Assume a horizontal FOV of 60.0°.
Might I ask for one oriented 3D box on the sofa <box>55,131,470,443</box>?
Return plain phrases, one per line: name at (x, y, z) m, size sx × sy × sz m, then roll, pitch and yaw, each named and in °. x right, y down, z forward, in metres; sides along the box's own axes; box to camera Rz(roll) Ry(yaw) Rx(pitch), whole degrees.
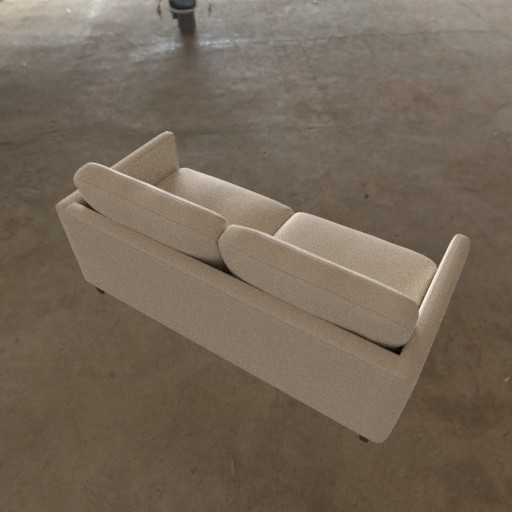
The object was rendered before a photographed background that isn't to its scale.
sofa at (0.000, 0.000, 2.459) m, size 1.981 × 0.889 × 0.965 m, roll 24°, pitch 50°, yaw 22°
